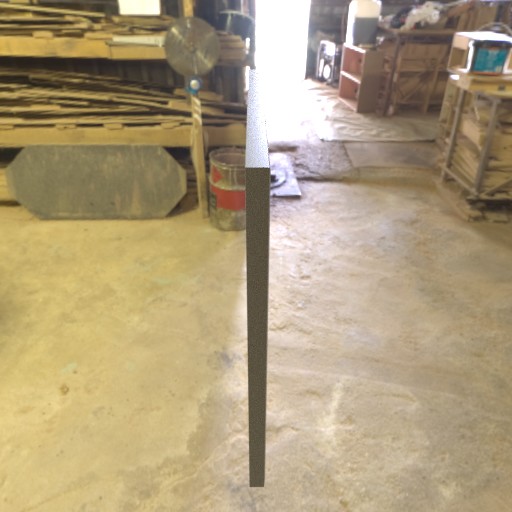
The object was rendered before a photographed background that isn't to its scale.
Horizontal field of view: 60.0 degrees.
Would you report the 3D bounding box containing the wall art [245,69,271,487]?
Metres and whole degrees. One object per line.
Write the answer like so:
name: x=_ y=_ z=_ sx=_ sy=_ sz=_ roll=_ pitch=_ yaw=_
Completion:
wall art: x=0.000 y=0.000 z=1.196 sx=0.038 sy=0.807 sz=0.809 roll=0 pitch=32 yaw=0
